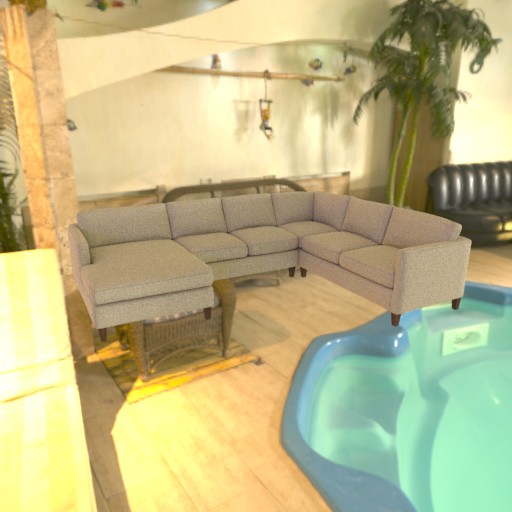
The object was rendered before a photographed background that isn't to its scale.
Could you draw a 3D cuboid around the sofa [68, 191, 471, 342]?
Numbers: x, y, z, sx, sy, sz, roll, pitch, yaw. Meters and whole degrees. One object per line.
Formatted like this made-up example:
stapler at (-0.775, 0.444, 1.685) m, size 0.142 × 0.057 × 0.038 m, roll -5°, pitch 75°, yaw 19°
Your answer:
sofa at (0.000, 0.000, 4.695) m, size 3.460 × 0.959 × 2.593 m, roll -9°, pitch 19°, yaw -26°
